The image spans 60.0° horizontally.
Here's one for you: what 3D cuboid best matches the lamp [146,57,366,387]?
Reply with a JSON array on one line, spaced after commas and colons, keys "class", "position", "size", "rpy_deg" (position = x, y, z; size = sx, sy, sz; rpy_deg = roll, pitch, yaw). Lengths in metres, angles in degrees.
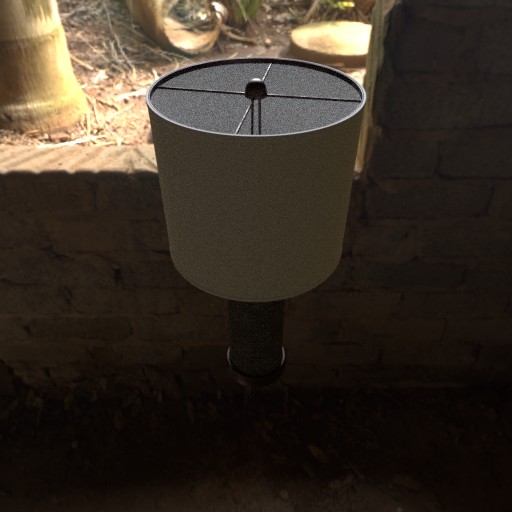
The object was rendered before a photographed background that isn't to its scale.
[{"class": "lamp", "position": [0.000, 0.000, 0.807], "size": [0.301, 0.630, 0.301], "rpy_deg": [-24, 45, -26]}]
